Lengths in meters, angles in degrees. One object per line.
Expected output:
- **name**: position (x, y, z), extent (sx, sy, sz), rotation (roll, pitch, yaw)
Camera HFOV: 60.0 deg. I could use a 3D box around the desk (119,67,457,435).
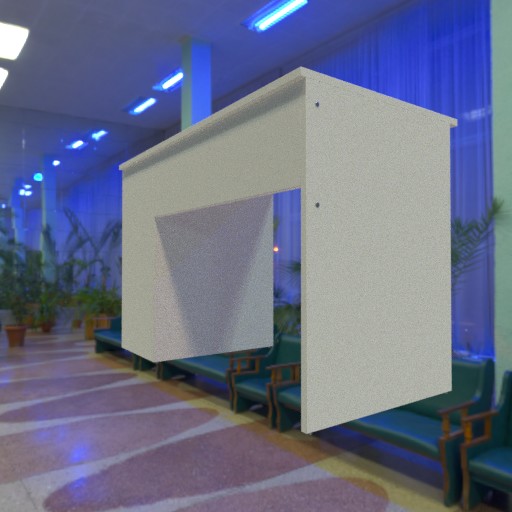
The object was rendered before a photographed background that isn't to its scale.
- **desk**: position (0.000, 0.000, 1.476), extent (0.560, 0.730, 1.096), rotation (1, -1, -35)
